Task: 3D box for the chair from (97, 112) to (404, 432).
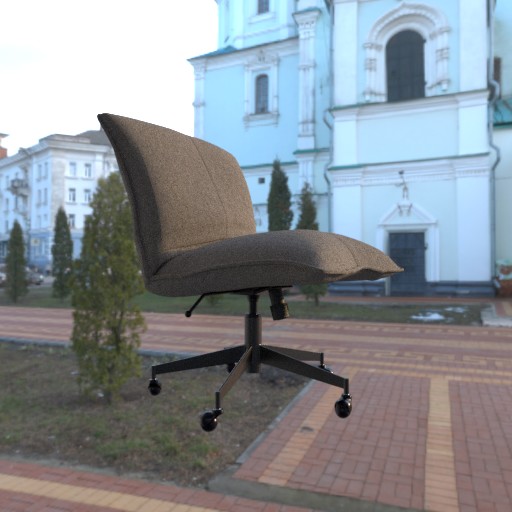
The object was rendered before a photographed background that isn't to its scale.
[{"bbox_3d":[0.000,0.000,1.270,0.696,0.811,0.597,-1,-1,35],"label":"chair"}]
